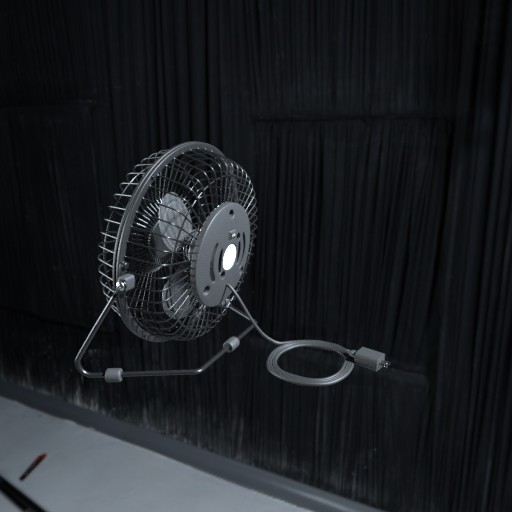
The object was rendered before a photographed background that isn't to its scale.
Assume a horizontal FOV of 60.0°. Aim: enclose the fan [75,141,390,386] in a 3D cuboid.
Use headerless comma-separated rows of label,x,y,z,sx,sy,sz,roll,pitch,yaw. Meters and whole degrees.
fan,0.000,0.000,0.377,0.227,0.188,0.209,8,17,25
